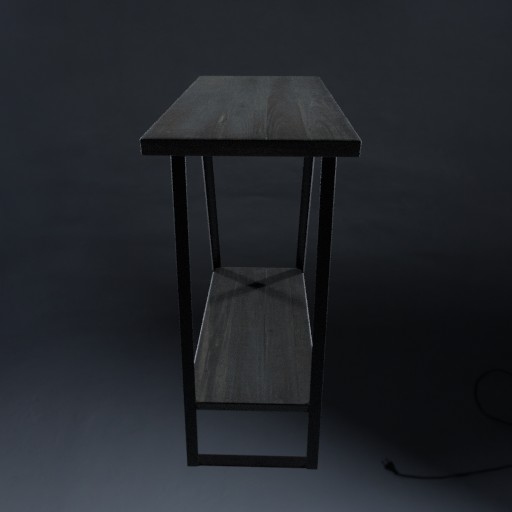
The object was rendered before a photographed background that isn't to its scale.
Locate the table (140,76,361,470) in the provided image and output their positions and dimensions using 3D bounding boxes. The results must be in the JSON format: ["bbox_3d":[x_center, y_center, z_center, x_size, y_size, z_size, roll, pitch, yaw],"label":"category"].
[{"bbox_3d":[0.000,0.000,1.029,0.300,0.701,0.599,1,30,1],"label":"table"}]
